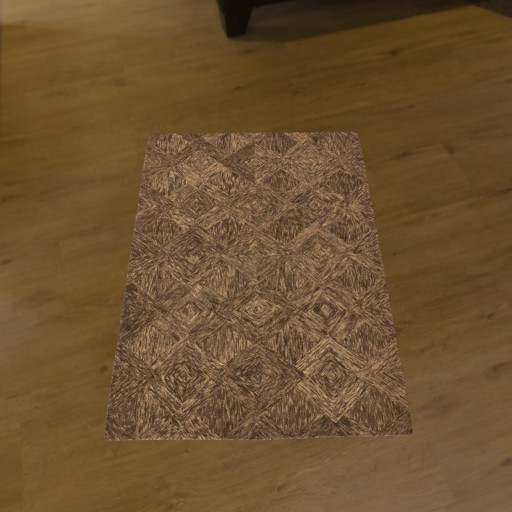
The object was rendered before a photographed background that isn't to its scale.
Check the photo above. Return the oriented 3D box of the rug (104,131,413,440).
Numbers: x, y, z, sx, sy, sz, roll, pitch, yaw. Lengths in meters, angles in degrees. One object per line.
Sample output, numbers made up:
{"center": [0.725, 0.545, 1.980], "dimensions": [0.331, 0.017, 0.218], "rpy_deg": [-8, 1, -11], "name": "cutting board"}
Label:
{"center": [0.000, 0.000, 5.286], "dimensions": [2.997, 0.020, 4.093], "rpy_deg": [-1, 59, 0], "name": "rug"}
